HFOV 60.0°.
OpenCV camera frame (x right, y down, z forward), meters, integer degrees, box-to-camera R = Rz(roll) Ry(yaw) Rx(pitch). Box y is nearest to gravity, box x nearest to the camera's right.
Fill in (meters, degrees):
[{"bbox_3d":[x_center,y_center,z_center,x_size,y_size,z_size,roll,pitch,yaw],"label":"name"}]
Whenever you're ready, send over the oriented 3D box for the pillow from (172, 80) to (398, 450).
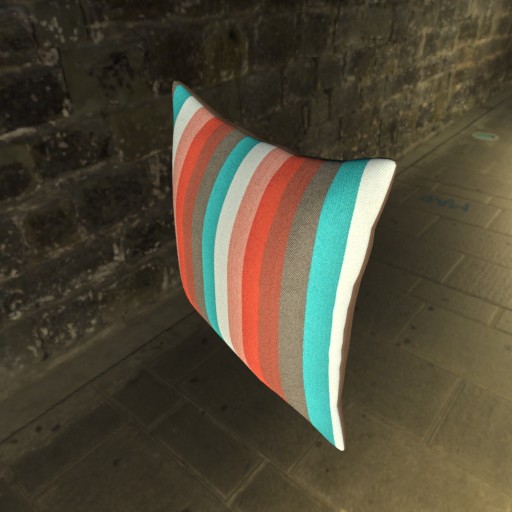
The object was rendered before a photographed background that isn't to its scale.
[{"bbox_3d":[0.000,0.000,0.680,0.168,0.443,0.453,-21,38,-29],"label":"pillow"}]
